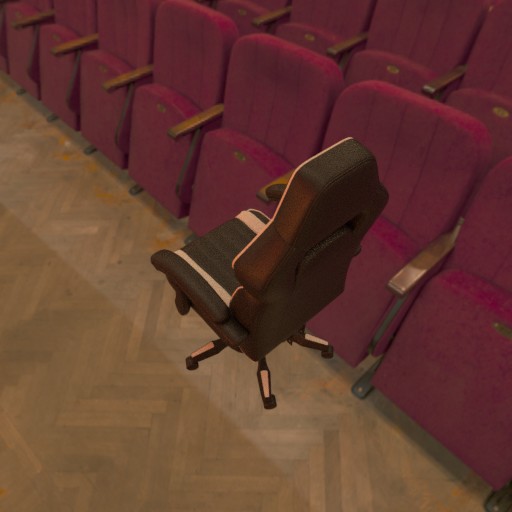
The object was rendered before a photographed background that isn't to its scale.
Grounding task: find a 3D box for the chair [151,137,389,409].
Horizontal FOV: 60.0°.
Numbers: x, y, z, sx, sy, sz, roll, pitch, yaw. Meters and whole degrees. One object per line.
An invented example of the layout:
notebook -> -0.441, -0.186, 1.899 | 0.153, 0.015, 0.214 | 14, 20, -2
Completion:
chair -> 0.000, 0.000, 1.678 | 0.676, 1.200, 0.700 | -34, 56, -27
